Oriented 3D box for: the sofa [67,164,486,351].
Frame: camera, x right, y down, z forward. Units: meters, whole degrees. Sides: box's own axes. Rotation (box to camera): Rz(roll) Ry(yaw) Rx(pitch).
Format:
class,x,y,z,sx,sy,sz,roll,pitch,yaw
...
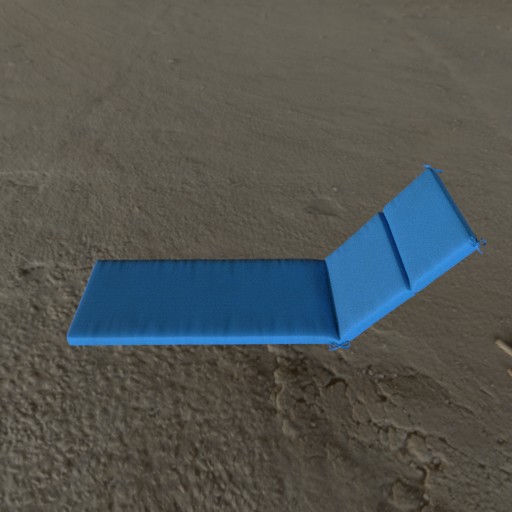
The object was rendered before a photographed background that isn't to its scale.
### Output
class,x,y,z,sx,sy,sz,roll,pitch,yaw
sofa,0.000,0.000,1.956,1.663,0.622,0.582,0,41,0
